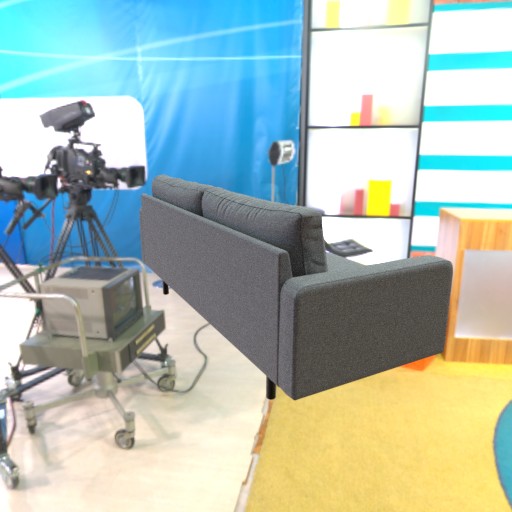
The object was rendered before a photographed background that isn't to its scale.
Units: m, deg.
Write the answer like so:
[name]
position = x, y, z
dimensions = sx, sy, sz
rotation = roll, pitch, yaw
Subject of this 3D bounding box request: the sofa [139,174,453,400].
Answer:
[sofa]
position = 0.000, 0.000, 2.731
dimensions = 0.880, 0.880, 2.200
rotation = -8, 17, -27
